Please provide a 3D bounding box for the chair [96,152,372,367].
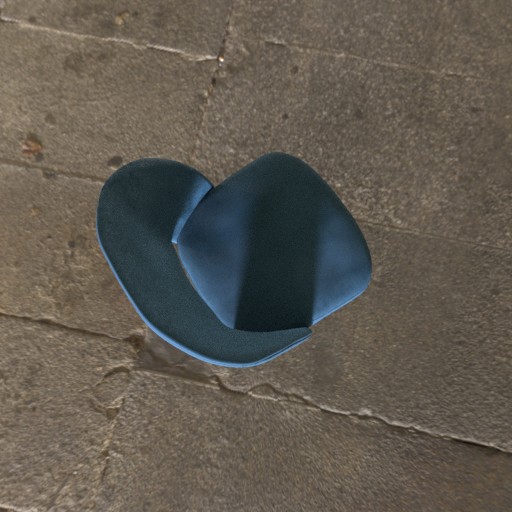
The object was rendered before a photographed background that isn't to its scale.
[{"bbox_3d":[0.000,0.000,1.228,0.577,0.860,0.527,-32,78,-8],"label":"chair"}]
